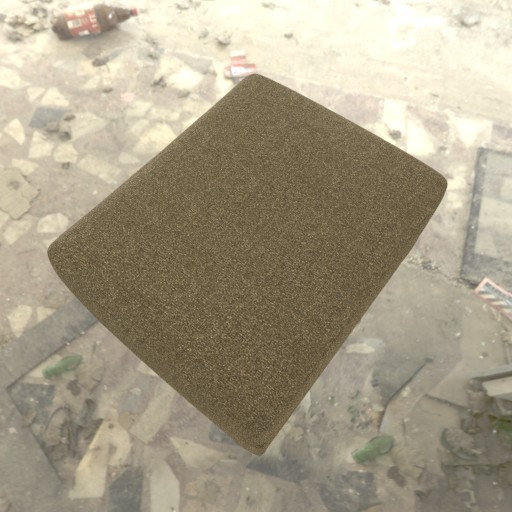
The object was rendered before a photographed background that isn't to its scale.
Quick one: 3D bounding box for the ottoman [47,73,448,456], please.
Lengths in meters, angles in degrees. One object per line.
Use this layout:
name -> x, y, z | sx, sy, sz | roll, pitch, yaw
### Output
ottoman -> 0.000, 0.000, 1.123 | 0.598, 0.476, 0.742 | 35, 67, 17
